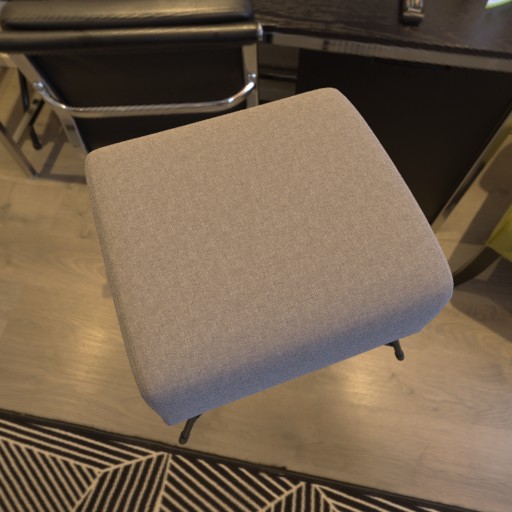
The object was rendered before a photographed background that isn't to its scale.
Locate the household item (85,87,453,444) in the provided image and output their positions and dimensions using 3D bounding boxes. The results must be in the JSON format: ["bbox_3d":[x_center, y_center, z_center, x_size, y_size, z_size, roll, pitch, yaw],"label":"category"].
[{"bbox_3d":[0.000,0.000,0.893,0.530,0.410,0.530,-18,65,-9],"label":"household item"}]
